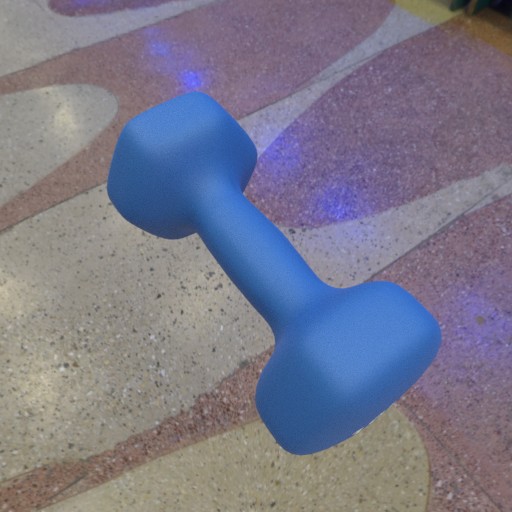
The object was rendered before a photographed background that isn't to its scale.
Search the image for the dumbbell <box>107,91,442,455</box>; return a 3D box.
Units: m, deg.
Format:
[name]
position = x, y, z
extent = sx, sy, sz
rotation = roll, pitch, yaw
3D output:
[dumbbell]
position = 0.000, 0.000, 0.255
extent = 0.103, 0.093, 0.212
rotation = -30, 63, -18
